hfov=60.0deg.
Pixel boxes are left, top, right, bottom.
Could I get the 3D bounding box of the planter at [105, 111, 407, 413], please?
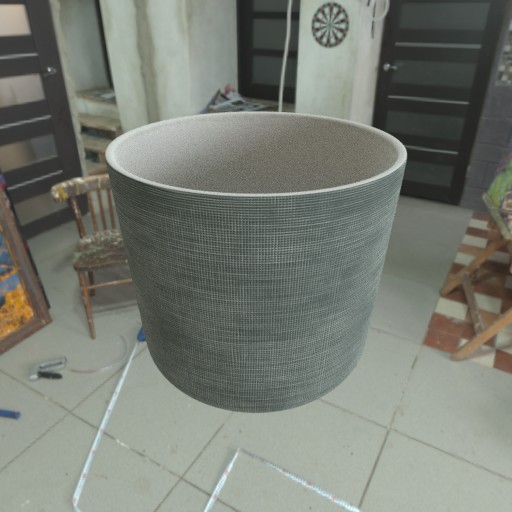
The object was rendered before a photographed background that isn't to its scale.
[{"bbox_3d":[0.000,0.000,0.770,0.440,0.398,0.440,0,30,0],"label":"planter"}]
